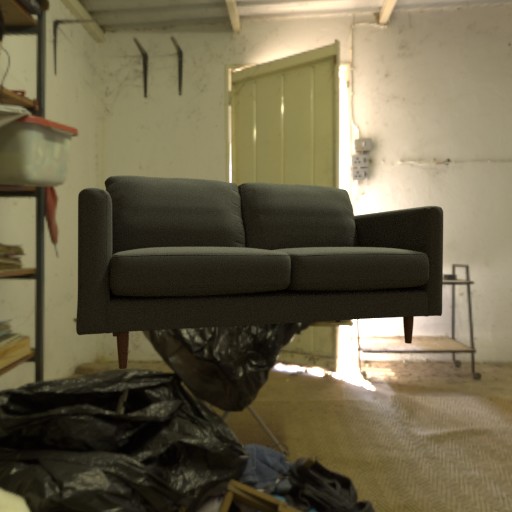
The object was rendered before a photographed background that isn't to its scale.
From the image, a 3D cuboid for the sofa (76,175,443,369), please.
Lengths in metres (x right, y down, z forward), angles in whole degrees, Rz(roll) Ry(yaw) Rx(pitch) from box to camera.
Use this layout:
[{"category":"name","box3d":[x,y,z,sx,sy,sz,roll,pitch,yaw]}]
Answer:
[{"category":"sofa","box3d":[0.000,0.000,2.311,1.713,0.866,0.940,0,1,-20]}]
